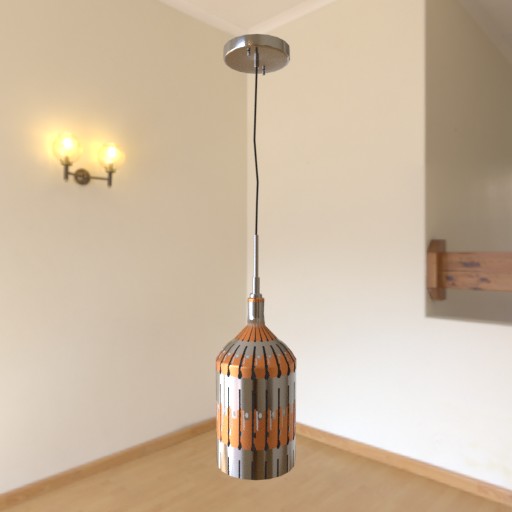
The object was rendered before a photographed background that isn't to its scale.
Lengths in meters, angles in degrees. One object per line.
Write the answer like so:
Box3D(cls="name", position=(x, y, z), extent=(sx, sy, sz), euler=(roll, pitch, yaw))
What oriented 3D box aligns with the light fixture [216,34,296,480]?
Box3D(cls="light fixture", position=(0.000, 0.000, 1.659), extent=(0.303, 1.535, 0.303), euler=(0, 1, 0))
